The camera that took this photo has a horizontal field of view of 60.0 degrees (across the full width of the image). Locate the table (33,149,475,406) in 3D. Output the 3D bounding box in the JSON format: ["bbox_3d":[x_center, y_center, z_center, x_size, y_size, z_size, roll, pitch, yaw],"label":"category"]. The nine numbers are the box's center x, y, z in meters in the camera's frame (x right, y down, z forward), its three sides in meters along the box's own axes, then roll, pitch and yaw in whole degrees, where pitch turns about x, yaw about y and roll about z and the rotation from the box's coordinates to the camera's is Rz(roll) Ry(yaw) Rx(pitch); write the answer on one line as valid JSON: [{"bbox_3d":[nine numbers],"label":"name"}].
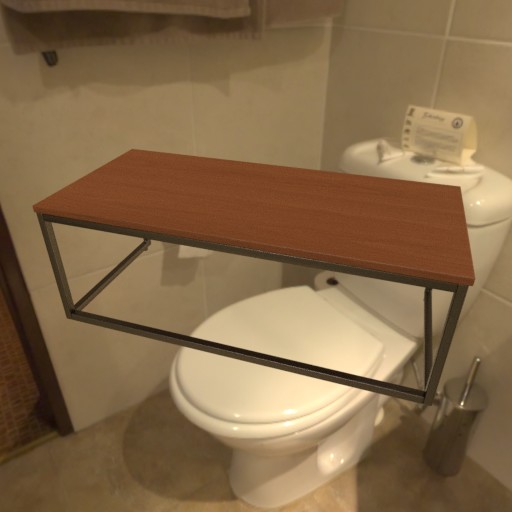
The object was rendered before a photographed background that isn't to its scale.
[{"bbox_3d":[0.000,0.000,1.349,1.100,0.400,0.500,10,33,15],"label":"table"}]
